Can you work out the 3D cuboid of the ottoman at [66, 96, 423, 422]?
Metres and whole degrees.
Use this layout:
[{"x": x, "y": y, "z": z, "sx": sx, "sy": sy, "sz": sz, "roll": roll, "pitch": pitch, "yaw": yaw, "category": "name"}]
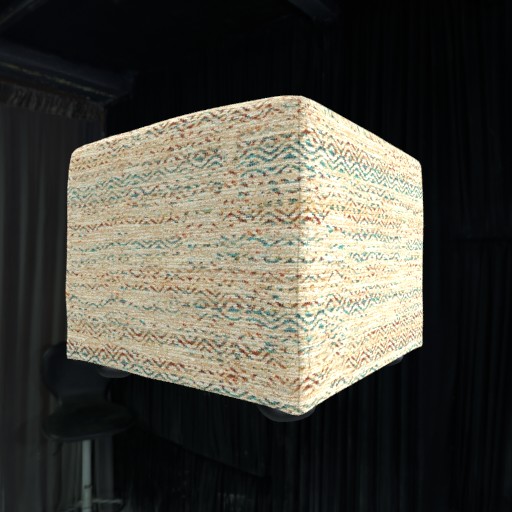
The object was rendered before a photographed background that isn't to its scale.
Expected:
[{"x": 0.000, "y": 0.000, "z": 0.877, "sx": 0.512, "sy": 0.453, "sz": 0.521, "roll": 0, "pitch": 0, "yaw": 36, "category": "ottoman"}]
